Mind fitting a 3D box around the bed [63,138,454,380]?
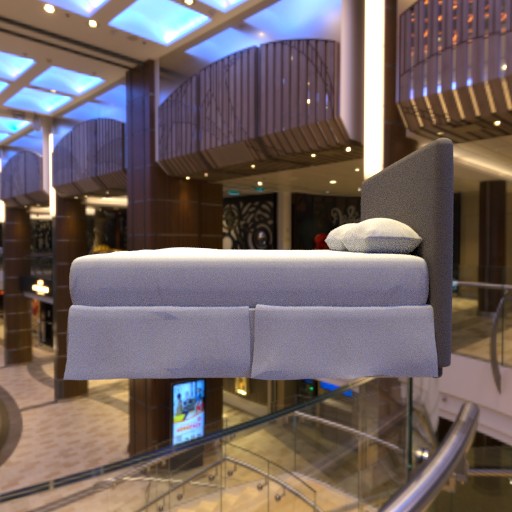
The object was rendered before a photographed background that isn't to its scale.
[{"bbox_3d":[0.000,0.000,3.213,2.142,1.330,1.748,0,2,0],"label":"bed"}]
